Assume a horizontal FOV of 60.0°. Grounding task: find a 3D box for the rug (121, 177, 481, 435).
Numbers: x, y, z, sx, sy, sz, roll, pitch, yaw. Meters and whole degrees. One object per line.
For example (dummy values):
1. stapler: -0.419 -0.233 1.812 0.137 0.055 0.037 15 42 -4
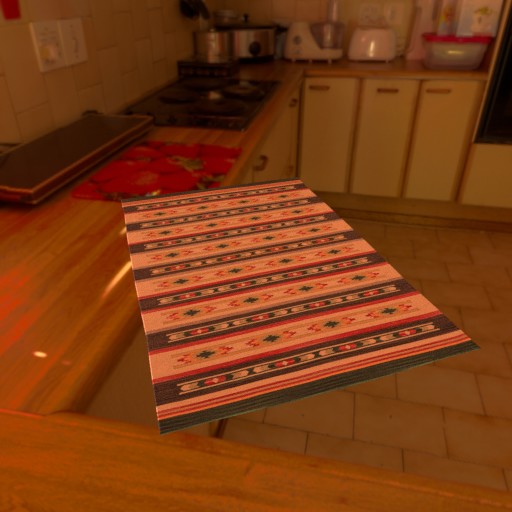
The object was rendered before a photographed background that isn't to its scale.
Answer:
1. rug: 0.000 0.000 2.263 1.221 0.009 1.825 -10 33 -15
